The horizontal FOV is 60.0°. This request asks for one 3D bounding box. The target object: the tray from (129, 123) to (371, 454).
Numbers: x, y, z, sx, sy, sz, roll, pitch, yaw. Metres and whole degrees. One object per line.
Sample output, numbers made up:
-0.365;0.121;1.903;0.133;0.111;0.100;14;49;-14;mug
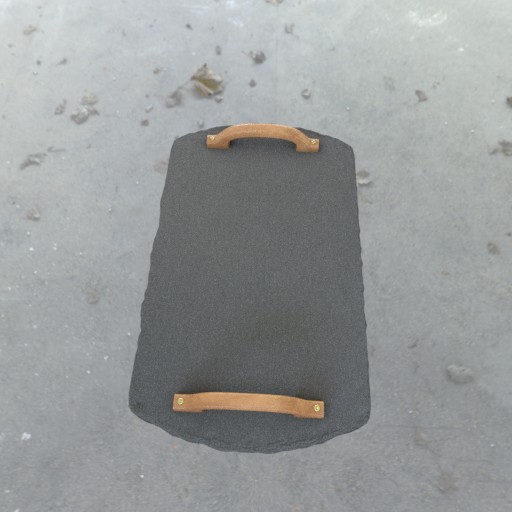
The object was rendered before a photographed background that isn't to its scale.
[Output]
0.000;0.000;0.476;0.231;0.062;0.387;2;63;1;tray
